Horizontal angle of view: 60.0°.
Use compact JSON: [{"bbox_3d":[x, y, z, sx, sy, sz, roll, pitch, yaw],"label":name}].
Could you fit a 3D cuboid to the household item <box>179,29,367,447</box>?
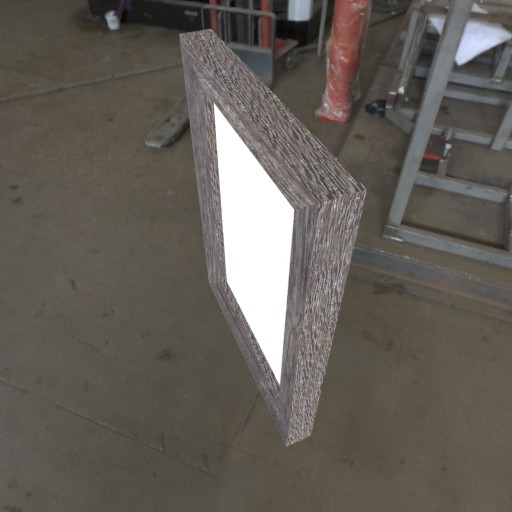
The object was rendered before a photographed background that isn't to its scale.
[{"bbox_3d":[0.000,0.000,0.232,0.020,0.180,0.133,-18,49,-16],"label":"household item"}]
